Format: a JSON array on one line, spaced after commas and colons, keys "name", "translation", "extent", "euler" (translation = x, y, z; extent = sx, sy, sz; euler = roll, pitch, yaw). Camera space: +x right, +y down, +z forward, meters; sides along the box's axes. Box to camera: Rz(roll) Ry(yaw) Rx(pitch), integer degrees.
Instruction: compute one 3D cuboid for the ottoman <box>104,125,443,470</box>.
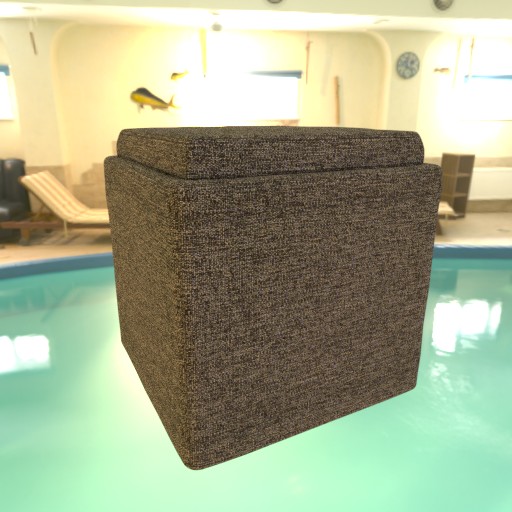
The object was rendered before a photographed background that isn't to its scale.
[{"name": "ottoman", "translation": [0.000, 0.000, 0.824], "extent": [0.450, 0.463, 0.450], "euler": [-9, 20, -27]}]
